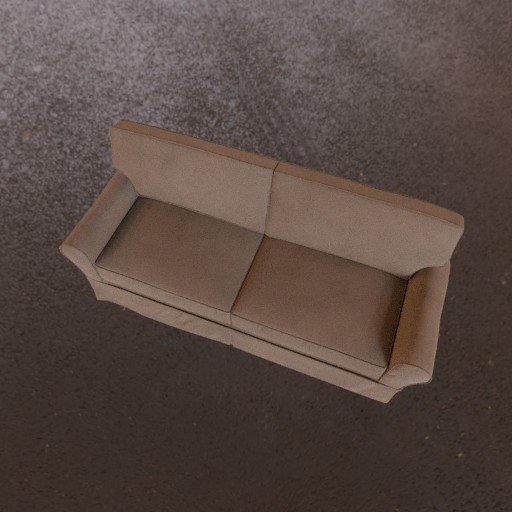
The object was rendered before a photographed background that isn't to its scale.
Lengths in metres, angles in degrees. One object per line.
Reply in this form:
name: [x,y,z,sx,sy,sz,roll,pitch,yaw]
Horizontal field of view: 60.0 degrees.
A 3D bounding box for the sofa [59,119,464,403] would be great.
sofa: [0.000,0.000,2.729,2.246,1.014,0.900,18,60,11]
